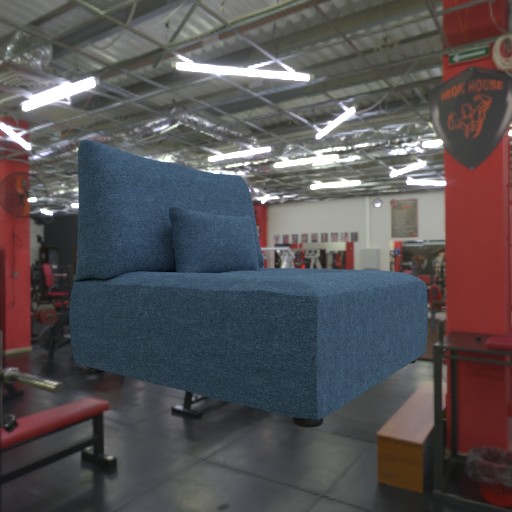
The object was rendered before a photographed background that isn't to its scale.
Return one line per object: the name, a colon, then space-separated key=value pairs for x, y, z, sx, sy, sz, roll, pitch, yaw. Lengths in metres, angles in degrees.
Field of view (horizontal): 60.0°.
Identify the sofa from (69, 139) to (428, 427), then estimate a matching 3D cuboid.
sofa: x=0.000 y=0.000 z=1.661 sx=1.000 sy=0.820 sz=0.930 roll=0 pitch=0 yaw=36
